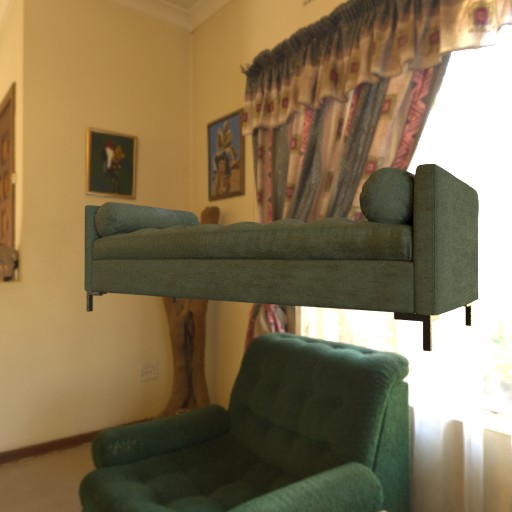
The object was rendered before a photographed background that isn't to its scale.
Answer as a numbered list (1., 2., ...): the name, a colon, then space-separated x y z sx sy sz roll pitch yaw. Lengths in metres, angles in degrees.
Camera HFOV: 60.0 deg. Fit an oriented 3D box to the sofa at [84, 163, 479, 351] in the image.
1. sofa: 0.000 0.000 2.447 2.130 0.681 0.817 0 -1 36
